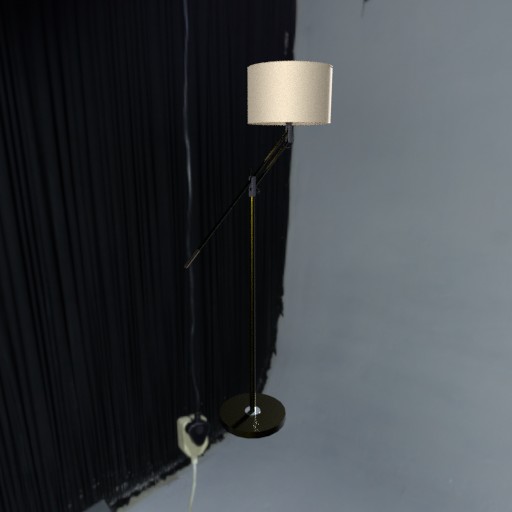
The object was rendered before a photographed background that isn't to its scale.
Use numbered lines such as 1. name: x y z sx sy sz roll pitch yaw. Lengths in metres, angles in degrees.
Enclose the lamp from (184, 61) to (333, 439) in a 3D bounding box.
1. lamp: 0.000 0.000 2.000 0.373 1.635 0.809 13 20 41
